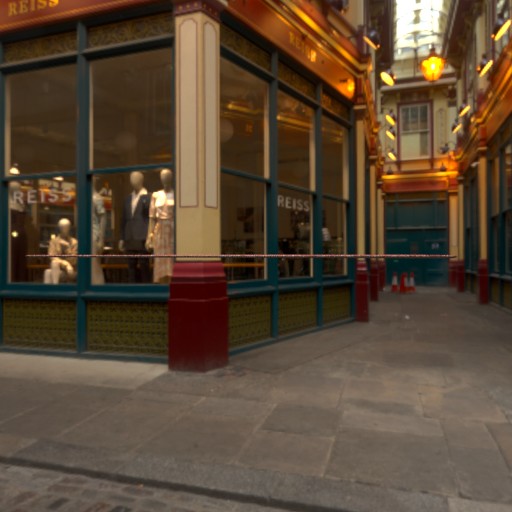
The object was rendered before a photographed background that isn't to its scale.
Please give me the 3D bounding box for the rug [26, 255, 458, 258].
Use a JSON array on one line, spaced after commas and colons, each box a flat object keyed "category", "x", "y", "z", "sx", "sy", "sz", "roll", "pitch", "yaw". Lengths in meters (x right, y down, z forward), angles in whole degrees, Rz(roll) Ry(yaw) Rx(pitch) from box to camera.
[{"category": "rug", "x": 0.000, "y": 0.000, "z": 5.188, "sx": 3.965, "sy": 0.025, "sz": 2.803, "roll": 0, "pitch": 0, "yaw": 17}]
